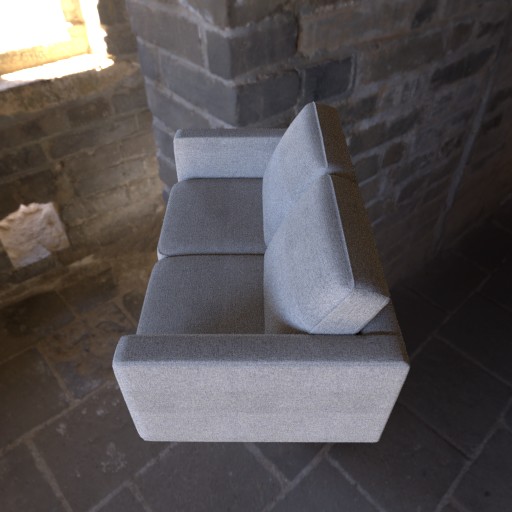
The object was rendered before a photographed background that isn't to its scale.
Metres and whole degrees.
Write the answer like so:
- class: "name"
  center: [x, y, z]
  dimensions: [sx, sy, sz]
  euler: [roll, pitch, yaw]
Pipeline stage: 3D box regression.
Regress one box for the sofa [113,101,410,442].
- class: "sofa"
  center: [0.000, 0.000, 2.096]
  dimensions: [0.969, 0.973, 1.527]
  euler: [0, 44, 0]
